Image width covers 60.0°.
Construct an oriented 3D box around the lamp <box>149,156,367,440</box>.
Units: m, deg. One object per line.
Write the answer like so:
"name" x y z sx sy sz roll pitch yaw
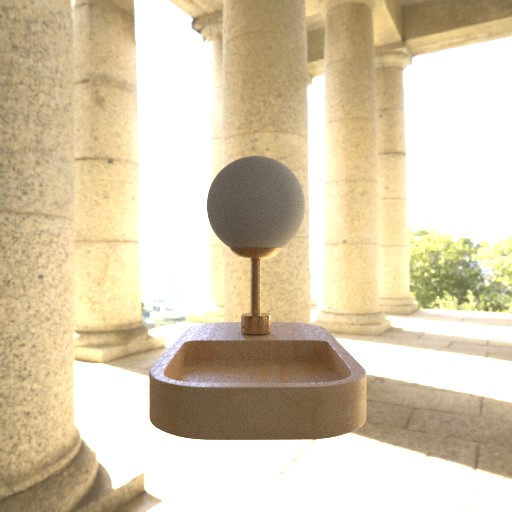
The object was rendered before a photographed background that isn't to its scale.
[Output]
"lamp" 0.000 0.000 0.466 0.173 0.253 0.331 0 0 0
